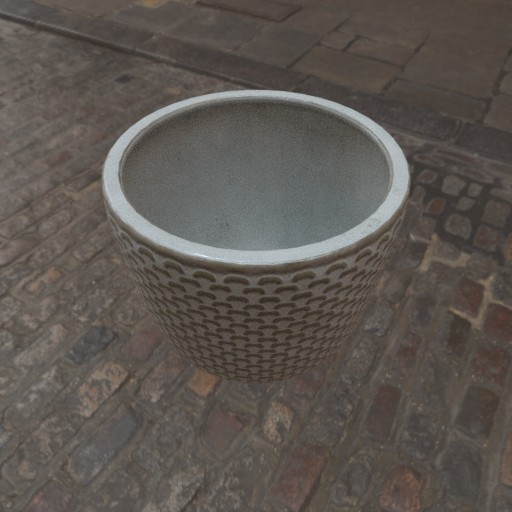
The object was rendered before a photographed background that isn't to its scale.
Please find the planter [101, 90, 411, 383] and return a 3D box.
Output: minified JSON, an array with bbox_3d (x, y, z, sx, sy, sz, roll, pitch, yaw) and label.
[{"bbox_3d":[0.000,0.000,0.306,0.173,0.160,0.173,0,45,0],"label":"planter"}]
